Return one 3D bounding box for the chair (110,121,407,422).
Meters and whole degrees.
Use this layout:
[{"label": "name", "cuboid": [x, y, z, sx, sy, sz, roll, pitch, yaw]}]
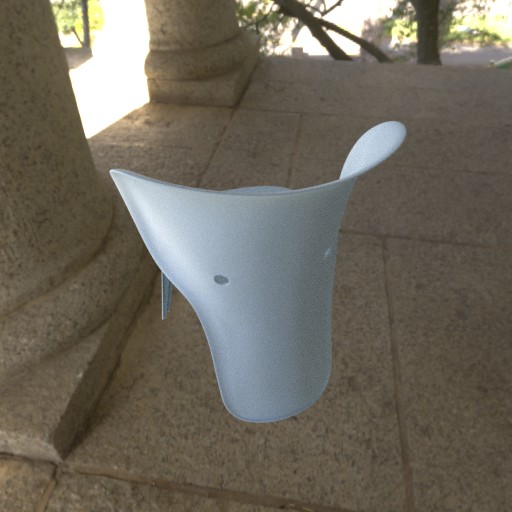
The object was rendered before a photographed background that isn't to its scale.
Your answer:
[{"label": "chair", "cuboid": [0.000, 0.000, 0.850, 0.451, 0.554, 0.402, -14, 43, -15]}]
